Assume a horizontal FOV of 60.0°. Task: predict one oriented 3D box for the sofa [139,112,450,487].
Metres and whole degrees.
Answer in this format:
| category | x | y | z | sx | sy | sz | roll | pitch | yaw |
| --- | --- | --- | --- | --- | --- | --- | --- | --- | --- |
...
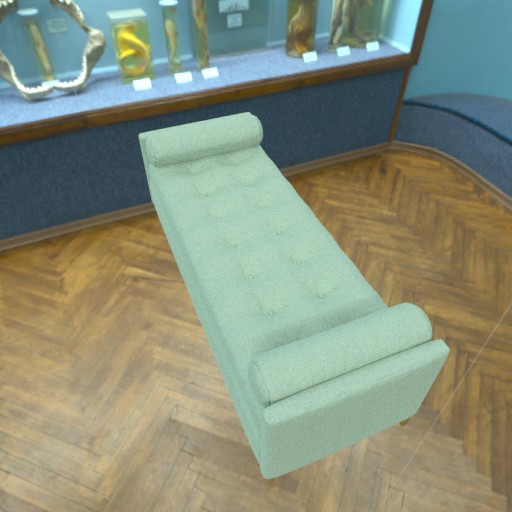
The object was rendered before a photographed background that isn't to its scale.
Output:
| category | x | y | z | sx | sy | sz | roll | pitch | yaw |
| --- | --- | --- | --- | --- | --- | --- | --- | --- | --- |
| sofa | 0.000 | 0.000 | 2.474 | 0.796 | 0.705 | 2.102 | -16 | 47 | -16 |
